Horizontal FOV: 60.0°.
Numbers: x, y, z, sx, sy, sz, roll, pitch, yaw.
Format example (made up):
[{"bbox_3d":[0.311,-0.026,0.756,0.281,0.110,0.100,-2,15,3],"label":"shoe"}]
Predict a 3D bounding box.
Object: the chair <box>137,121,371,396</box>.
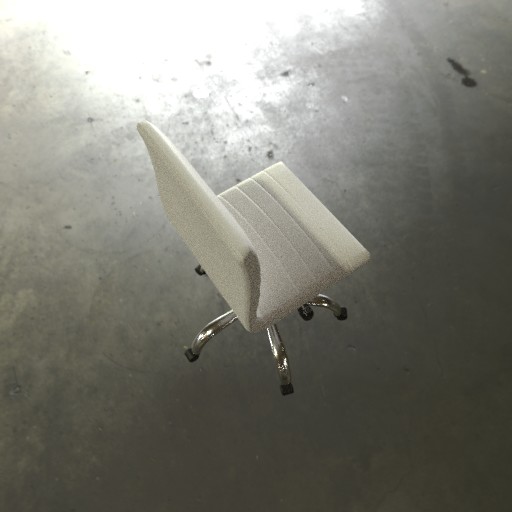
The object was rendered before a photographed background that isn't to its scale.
[{"bbox_3d":[0.000,0.000,1.169,0.530,0.780,0.556,-30,63,-17],"label":"chair"}]
